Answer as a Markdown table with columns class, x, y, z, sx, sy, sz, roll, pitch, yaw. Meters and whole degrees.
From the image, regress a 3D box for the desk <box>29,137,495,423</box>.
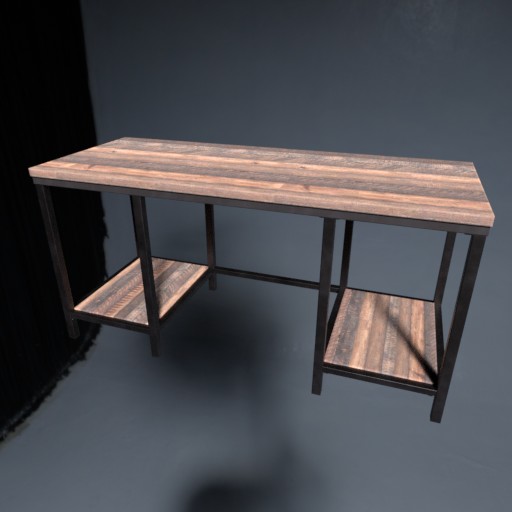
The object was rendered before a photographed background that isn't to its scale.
| class | x | y | z | sx | sy | sz | roll | pitch | yaw |
| --- | --- | --- | --- | --- | --- | --- | --- | --- | --- |
| desk | 0.000 | 0.000 | 1.818 | 1.538 | 0.753 | 0.617 | 8 | 27 | 17 |
